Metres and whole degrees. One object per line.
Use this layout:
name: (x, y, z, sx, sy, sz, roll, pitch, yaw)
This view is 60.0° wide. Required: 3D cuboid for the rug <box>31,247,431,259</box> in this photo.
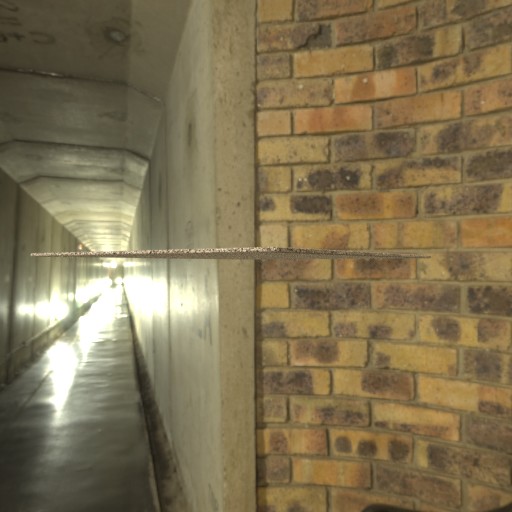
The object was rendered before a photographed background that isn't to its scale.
rug: (0.000, 0.000, 4.195, 2.438, 0.029, 3.047, -1, -1, 35)
